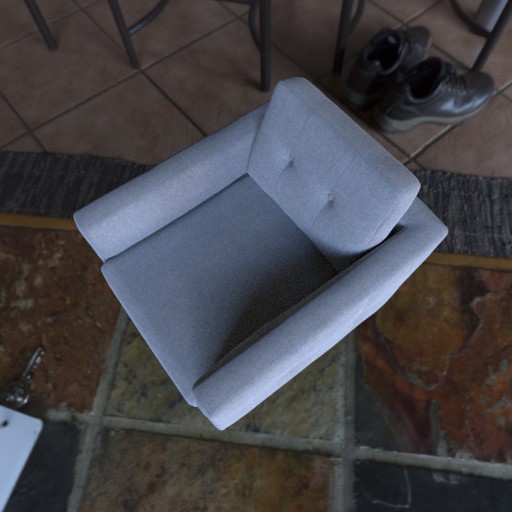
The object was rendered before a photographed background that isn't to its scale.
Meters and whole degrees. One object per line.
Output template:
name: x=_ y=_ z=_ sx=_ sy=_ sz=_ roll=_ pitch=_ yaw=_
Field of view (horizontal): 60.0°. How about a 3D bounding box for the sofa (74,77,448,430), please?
sofa: x=0.000 y=0.000 z=1.533 sx=0.920 sy=0.860 sz=0.770 roll=-34 pitch=69 yaw=-15
